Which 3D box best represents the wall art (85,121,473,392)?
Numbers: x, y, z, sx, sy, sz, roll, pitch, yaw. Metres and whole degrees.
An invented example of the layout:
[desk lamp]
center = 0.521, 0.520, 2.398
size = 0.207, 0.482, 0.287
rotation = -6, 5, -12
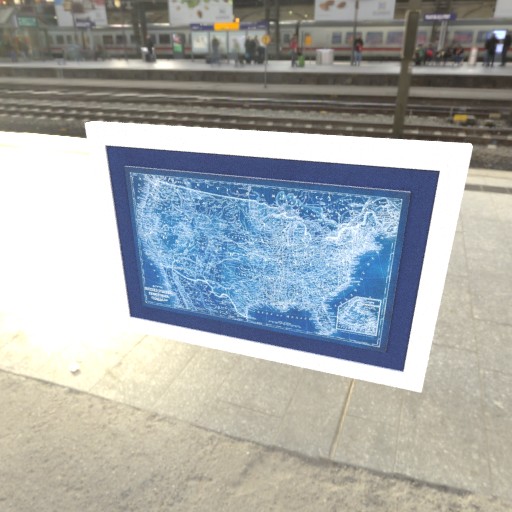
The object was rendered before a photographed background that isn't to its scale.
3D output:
[wall art]
center = 0.000, 0.000, 1.654
size = 1.308, 0.902, 0.051
rotation = 8, 27, 17
